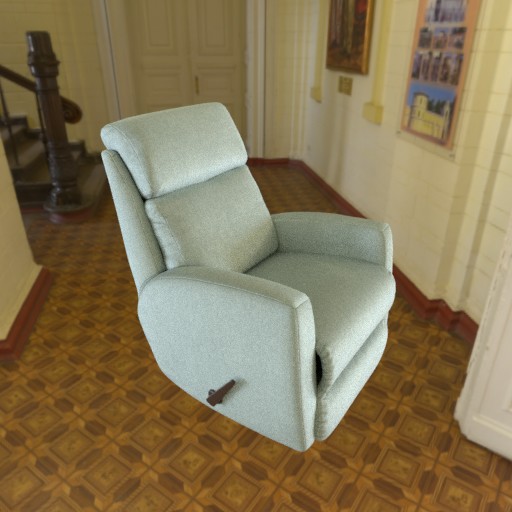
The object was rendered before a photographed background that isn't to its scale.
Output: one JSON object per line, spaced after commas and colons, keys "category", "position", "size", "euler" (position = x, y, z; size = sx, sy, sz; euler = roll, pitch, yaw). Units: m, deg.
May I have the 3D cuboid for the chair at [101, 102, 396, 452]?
{"category": "chair", "position": [0.000, 0.000, 1.689], "size": [0.940, 1.013, 0.812], "euler": [17, 32, 31]}
